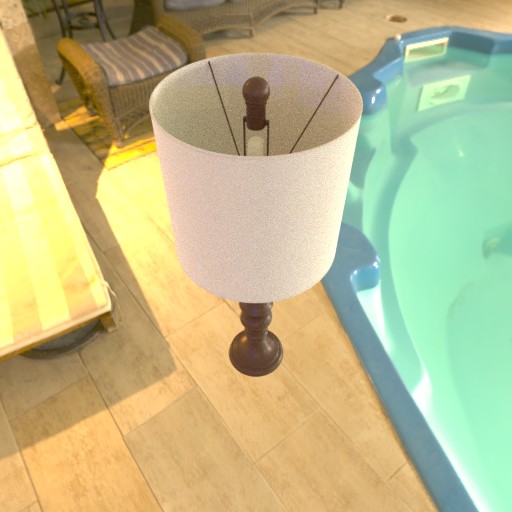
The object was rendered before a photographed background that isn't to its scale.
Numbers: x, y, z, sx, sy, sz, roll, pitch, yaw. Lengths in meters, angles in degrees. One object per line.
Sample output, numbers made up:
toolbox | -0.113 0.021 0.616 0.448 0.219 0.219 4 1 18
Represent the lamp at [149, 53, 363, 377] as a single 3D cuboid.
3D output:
lamp | 0.000 0.000 0.726 0.250 0.597 0.250 -24 51 -21
